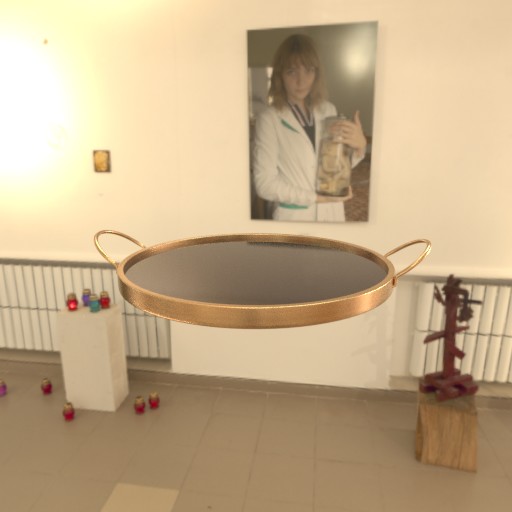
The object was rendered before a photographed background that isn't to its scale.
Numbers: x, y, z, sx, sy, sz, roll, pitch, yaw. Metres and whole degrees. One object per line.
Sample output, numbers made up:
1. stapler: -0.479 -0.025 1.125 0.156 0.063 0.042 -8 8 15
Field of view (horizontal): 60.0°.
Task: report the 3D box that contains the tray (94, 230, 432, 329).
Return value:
1. tray: 0.000 0.000 0.728 0.543 0.069 0.438 2 15 8
